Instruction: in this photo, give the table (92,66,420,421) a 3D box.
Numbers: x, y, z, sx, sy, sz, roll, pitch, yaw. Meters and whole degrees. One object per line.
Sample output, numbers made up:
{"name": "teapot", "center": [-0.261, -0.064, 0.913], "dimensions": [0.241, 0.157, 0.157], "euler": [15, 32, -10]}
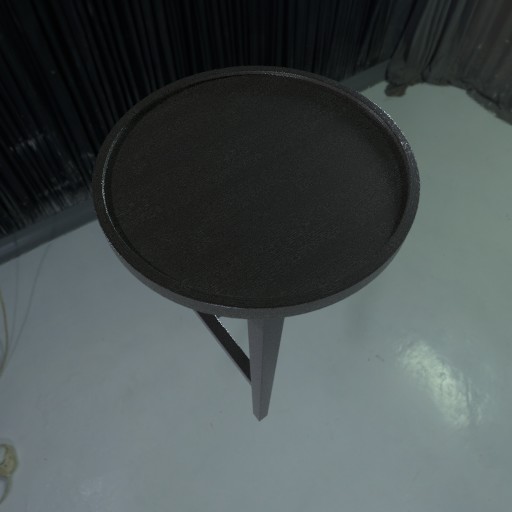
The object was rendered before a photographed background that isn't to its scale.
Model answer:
{"name": "table", "center": [0.000, 0.000, 0.910], "dimensions": [0.500, 0.531, 0.500], "euler": [0, 57, 0]}
